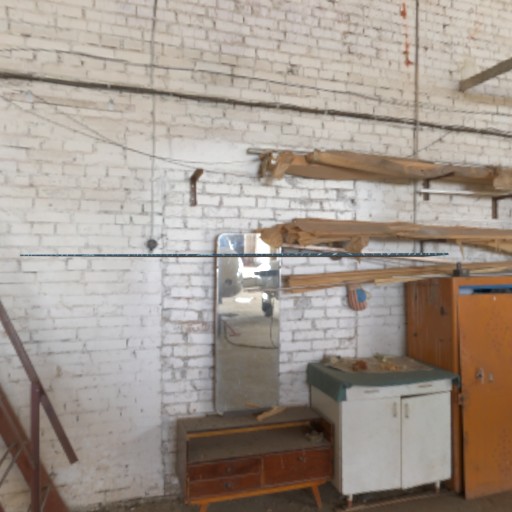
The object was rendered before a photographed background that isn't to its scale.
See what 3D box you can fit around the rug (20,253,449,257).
[{"bbox_3d":[0.000,0.000,4.099,3.033,0.012,2.432,0,0,17],"label":"rug"}]
